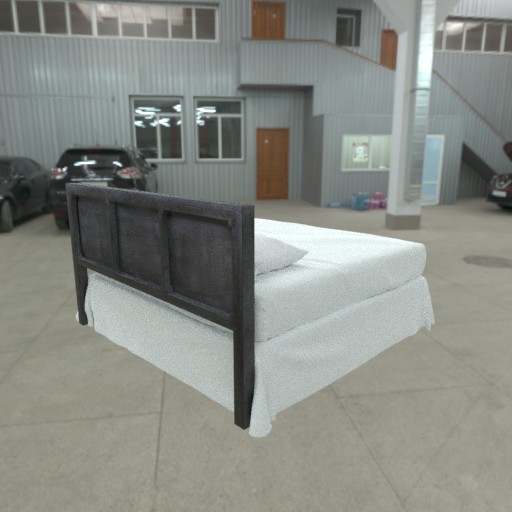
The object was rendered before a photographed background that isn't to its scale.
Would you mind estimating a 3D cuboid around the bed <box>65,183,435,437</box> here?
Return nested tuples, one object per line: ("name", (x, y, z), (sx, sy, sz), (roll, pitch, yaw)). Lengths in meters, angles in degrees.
("bed", (0.000, 0.000, 3.554), (2.165, 1.158, 2.255), (-13, 18, -43))
